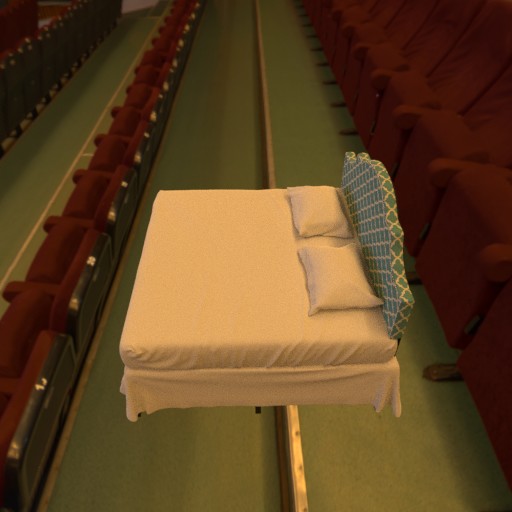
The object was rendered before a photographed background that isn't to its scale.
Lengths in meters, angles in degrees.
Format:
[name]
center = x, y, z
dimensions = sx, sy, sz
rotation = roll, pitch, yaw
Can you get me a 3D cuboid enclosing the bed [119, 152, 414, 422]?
[bed]
center = 0.000, 0.000, 3.790
dimensions = 2.222, 1.601, 2.314
rotation = -1, 41, -1
